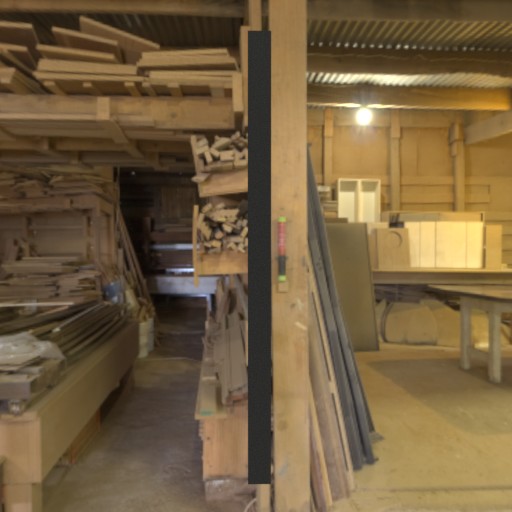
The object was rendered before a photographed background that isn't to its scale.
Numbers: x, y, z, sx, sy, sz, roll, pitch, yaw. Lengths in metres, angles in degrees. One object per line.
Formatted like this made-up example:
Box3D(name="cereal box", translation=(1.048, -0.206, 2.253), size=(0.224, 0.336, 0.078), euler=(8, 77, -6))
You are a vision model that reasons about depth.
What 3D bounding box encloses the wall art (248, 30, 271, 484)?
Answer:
Box3D(name="wall art", translation=(0.000, 0.000, 0.774), size=(0.029, 0.559, 0.457), euler=(0, 1, -1))
